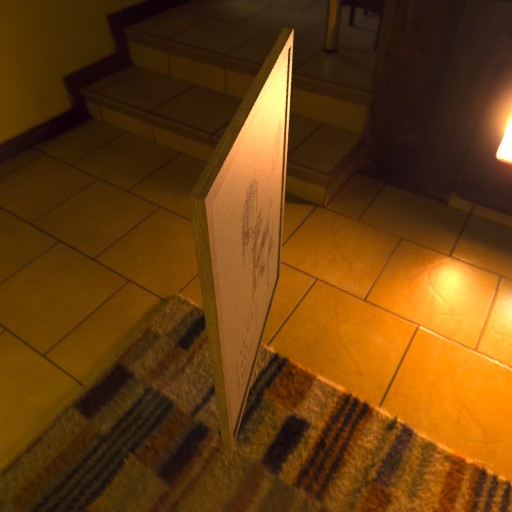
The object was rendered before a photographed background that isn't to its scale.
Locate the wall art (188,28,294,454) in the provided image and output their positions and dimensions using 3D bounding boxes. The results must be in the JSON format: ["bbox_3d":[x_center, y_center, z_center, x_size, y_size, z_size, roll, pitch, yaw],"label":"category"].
[{"bbox_3d":[0.000,0.000,1.321,0.035,1.022,0.781,10,46,9],"label":"wall art"}]
